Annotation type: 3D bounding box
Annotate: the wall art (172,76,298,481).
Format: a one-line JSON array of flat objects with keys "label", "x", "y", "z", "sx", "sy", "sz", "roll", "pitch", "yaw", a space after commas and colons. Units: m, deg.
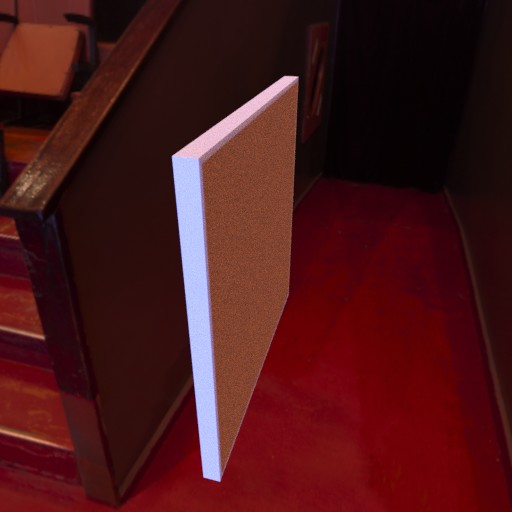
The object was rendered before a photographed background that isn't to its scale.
[{"label": "wall art", "x": 0.000, "y": 0.000, "z": 1.151, "sx": 0.041, "sy": 0.765, "sz": 0.768, "roll": 8, "pitch": 31, "yaw": 13}]
